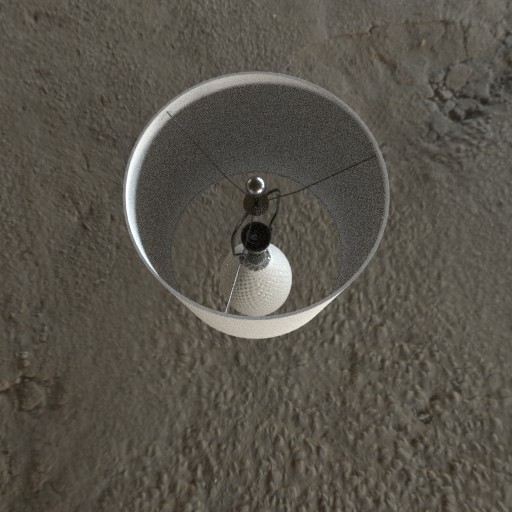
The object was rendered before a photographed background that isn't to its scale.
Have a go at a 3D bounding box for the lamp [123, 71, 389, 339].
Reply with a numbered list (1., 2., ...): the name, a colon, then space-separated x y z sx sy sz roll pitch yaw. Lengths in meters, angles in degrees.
1. lamp: 0.000 0.000 0.575 0.214 0.466 0.214 42 79 10
